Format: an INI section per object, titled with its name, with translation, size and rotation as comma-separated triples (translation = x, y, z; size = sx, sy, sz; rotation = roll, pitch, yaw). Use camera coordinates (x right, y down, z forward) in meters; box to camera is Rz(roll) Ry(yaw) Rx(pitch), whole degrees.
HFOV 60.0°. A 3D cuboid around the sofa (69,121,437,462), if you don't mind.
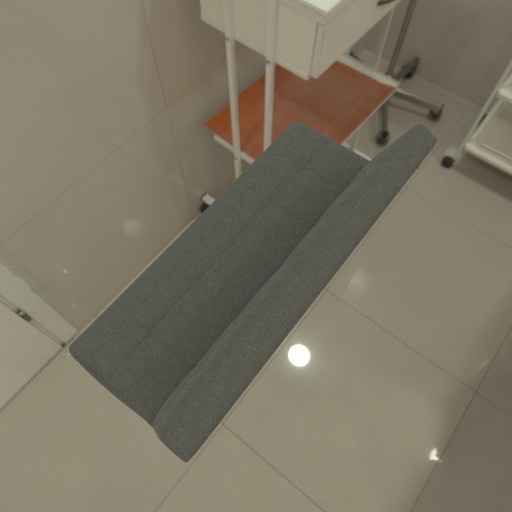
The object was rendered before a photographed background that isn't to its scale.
[sofa]
translation = 0.000, 0.000, 2.203
size = 0.820, 0.770, 1.820
rotation = 35, 68, 17
